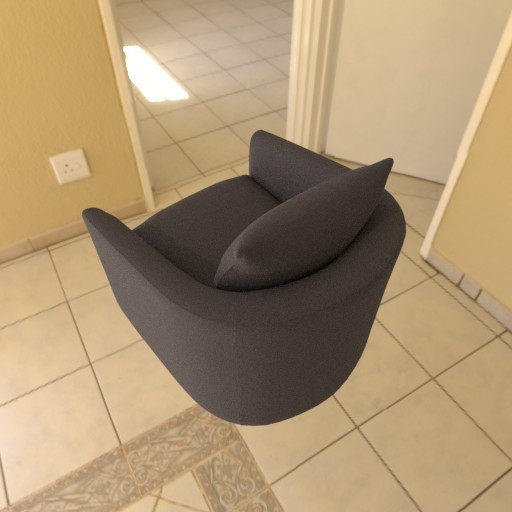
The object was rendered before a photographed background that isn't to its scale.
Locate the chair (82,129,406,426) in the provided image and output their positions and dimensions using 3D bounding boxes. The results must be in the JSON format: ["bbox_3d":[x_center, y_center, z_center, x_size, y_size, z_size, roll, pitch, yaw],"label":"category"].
[{"bbox_3d":[0.000,0.000,1.577,0.845,0.848,0.910,-32,54,-26],"label":"chair"}]
